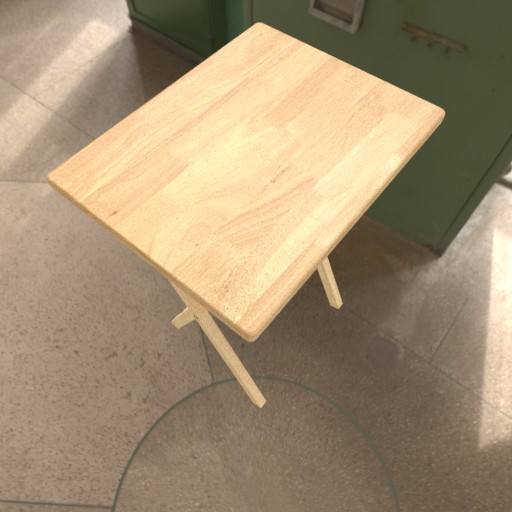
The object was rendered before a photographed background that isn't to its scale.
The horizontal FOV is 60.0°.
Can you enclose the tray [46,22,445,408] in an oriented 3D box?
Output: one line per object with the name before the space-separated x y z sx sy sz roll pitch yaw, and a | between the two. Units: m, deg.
tray | 0.000 0.000 0.940 0.381 0.660 0.483 35 65 19
